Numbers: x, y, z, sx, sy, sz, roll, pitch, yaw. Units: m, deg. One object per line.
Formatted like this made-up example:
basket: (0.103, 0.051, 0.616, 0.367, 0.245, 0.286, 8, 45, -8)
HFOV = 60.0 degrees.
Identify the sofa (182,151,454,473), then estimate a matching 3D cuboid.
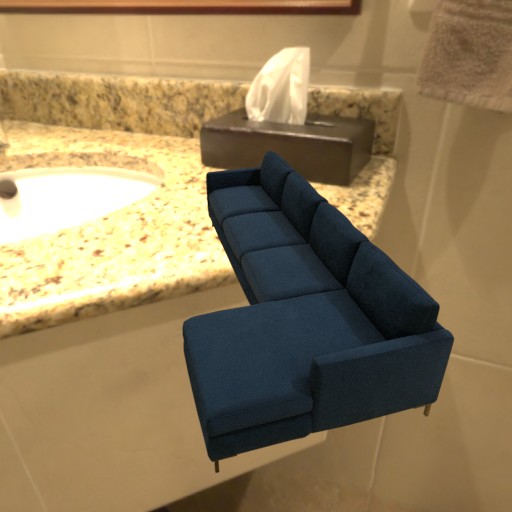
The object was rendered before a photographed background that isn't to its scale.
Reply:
sofa: (0.000, 0.000, 3.436, 1.350, 0.810, 2.932, -8, 31, -14)
